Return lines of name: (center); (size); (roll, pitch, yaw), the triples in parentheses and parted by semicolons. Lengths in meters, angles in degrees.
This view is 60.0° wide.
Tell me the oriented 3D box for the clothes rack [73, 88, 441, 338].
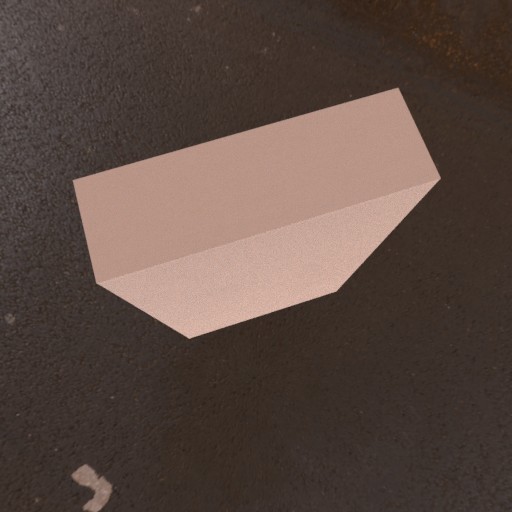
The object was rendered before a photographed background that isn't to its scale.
clothes rack: (0.000, 0.000, 1.565); (0.750, 1.280, 0.250); (-17, 75, -5)
